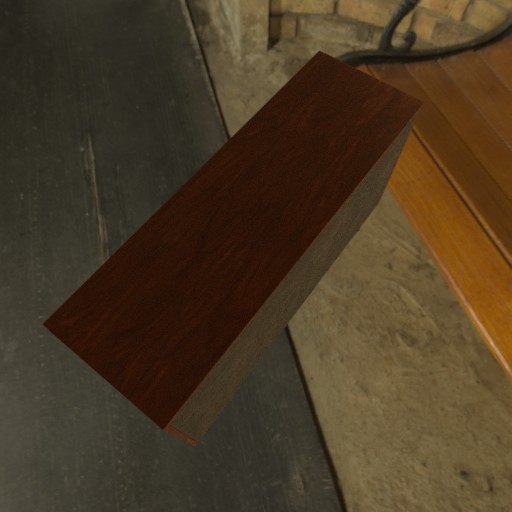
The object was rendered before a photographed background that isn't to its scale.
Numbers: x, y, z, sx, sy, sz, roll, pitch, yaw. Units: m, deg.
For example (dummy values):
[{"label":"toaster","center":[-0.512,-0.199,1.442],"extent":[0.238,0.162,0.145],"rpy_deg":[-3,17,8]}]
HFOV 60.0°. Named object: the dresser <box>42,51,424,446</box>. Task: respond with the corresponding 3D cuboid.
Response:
[{"label":"dresser","center":[0.000,0.000,1.897],"extent":[0.500,0.889,1.472],"rpy_deg":[34,68,16]}]
